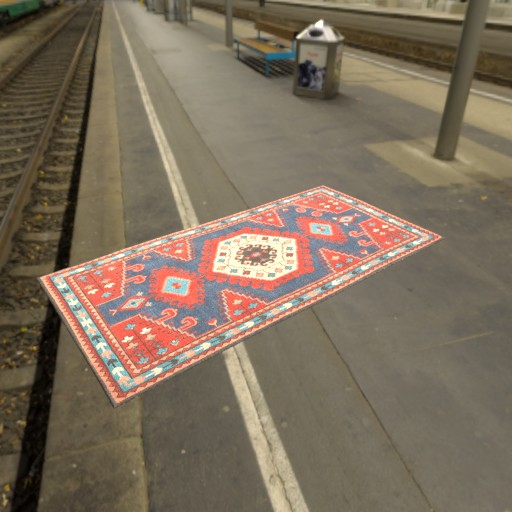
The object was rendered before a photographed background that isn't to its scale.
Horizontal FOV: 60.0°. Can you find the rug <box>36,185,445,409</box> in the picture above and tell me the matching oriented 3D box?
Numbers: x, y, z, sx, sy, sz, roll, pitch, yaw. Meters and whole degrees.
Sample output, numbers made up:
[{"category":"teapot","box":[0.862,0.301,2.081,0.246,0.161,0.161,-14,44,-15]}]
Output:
[{"category":"rug","box":[0.000,0.000,3.620,3.032,0.034,1.522,-22,38,-31]}]
